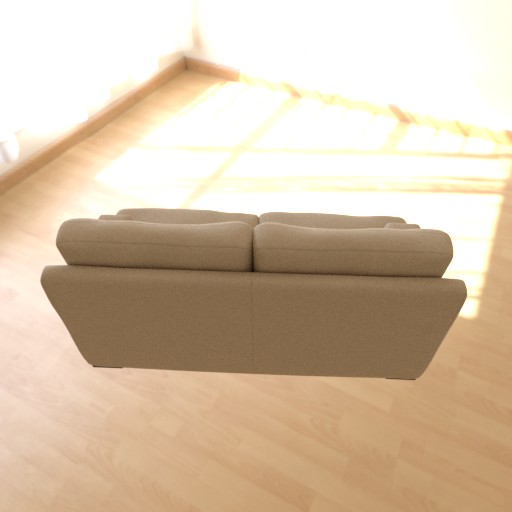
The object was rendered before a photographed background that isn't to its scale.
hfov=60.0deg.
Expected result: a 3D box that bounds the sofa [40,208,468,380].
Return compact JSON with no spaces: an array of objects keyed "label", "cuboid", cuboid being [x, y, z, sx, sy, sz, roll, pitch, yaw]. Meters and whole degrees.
[{"label":"sofa","cuboid":[0.000,0.000,2.443,1.885,0.967,0.962,2,46,2]}]
